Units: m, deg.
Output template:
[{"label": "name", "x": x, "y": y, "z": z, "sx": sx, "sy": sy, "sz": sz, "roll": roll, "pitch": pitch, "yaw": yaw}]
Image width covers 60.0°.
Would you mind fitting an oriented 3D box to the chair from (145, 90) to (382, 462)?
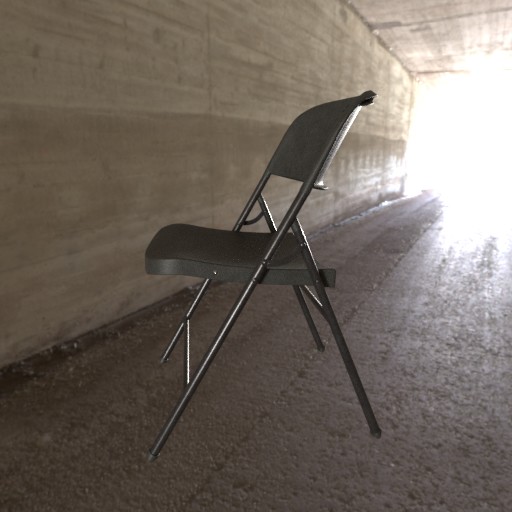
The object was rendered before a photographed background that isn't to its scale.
[{"label": "chair", "x": 0.000, "y": 0.000, "z": 1.168, "sx": 0.566, "sy": 0.810, "sz": 0.494, "roll": -2, "pitch": 14, "yaw": -8}]
